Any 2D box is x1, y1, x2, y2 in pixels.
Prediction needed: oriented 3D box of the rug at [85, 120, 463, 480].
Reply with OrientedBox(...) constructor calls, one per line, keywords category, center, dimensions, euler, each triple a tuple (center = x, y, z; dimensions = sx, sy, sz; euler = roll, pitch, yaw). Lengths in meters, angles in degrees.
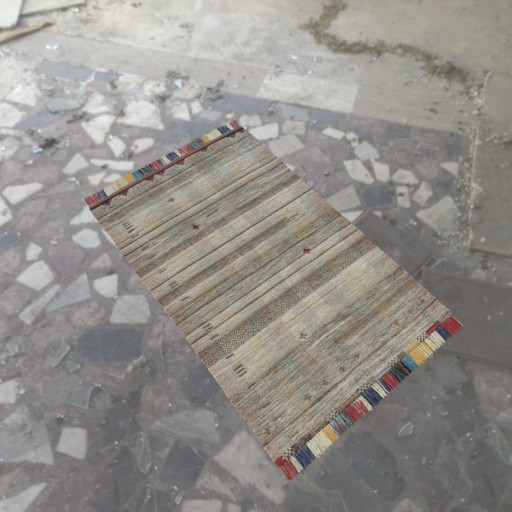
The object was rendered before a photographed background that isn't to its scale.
OrientedBox(category="rug", center=(0.000, 0.000, 3.086), dimensions=(1.465, 0.012, 2.465), euler=(-33, 63, -19))
